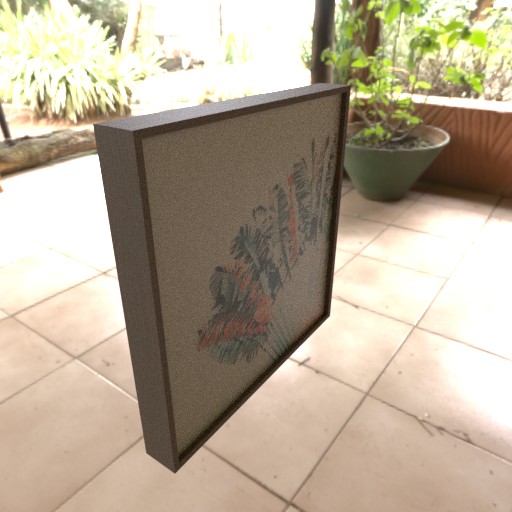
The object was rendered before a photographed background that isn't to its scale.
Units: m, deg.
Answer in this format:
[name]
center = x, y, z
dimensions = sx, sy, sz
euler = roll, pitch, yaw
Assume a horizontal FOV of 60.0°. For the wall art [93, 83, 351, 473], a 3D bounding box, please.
[wall art]
center = 0.000, 0.000, 0.451
dimensions = 0.038, 0.303, 0.304
euler = 18, 32, 31
